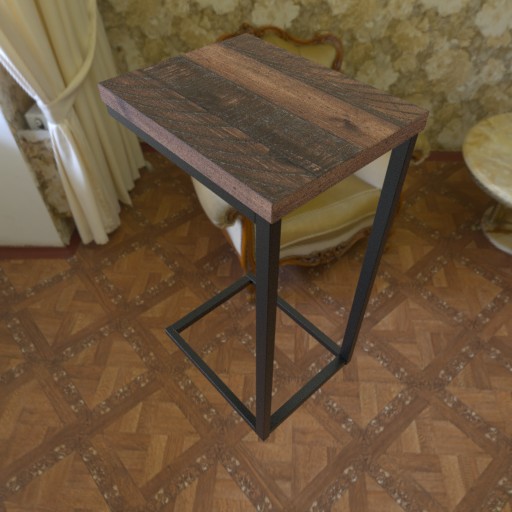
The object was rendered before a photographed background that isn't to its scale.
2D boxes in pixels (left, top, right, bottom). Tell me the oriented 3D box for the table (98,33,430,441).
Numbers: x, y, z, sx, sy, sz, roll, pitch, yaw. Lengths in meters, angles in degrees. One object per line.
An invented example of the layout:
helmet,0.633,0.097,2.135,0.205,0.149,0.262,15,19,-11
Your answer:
table,0.000,0.000,0.946,0.323,0.718,0.414,-33,55,-27
